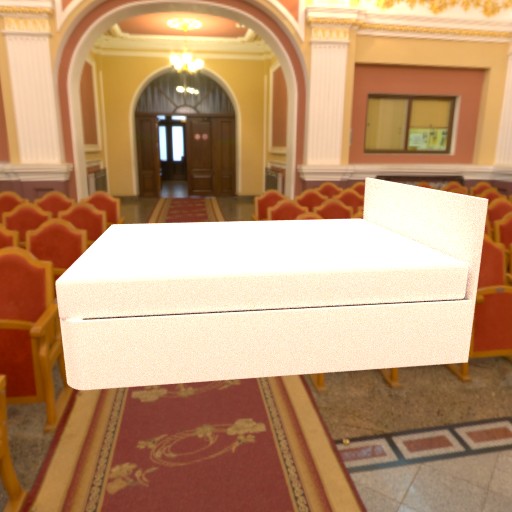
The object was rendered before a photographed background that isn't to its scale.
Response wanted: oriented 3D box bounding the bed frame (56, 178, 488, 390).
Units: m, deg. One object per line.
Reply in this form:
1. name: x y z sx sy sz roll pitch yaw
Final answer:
1. bed frame: 0.000 0.000 2.622 1.900 0.800 1.400 -2 14 -8
